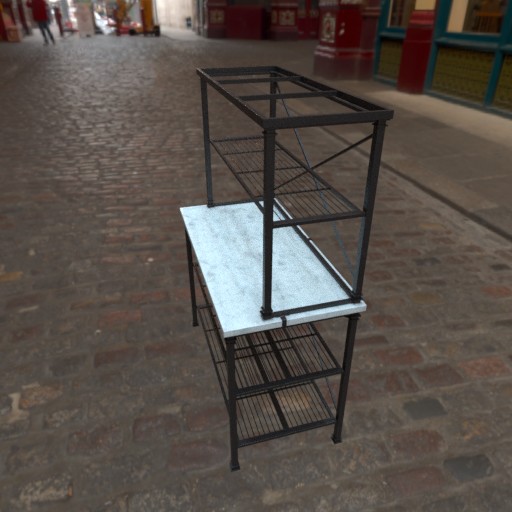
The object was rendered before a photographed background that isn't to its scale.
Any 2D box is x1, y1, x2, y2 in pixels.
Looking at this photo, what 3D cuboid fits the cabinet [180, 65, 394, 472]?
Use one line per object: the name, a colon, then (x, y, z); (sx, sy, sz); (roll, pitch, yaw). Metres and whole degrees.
cabinet: (0.000, 0.000, 2.279); (0.610, 1.659, 1.210); (-8, 31, -14)
